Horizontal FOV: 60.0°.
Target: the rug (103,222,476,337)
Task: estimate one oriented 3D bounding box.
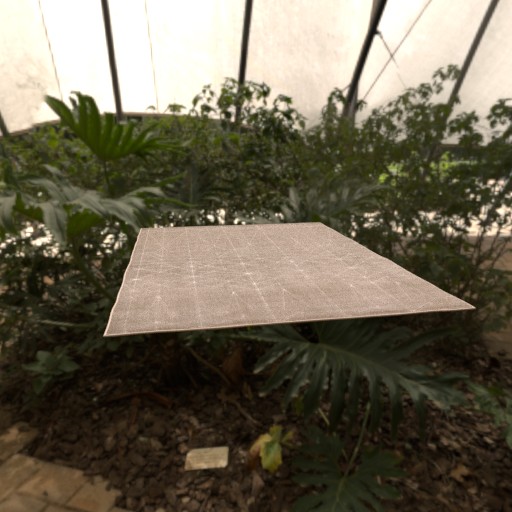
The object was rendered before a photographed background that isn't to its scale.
[{"bbox_3d":[0.000,0.000,4.404,2.449,0.019,3.357,-3,15,-10],"label":"rug"}]
